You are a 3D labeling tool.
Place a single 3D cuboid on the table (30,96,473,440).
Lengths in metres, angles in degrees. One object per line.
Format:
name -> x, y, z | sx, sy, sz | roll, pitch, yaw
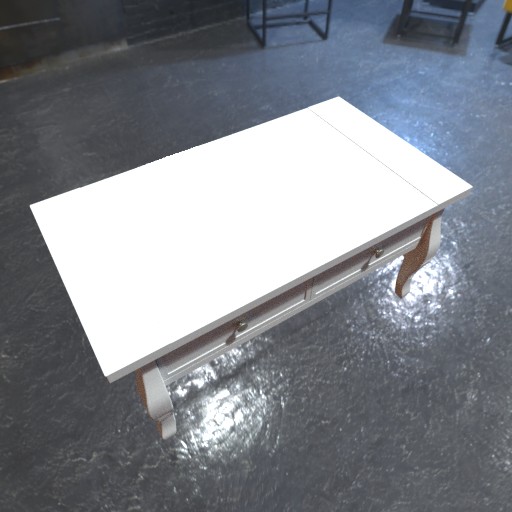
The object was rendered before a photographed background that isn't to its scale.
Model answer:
table -> 0.000, 0.000, 1.395 | 1.062, 0.495, 0.600 | -25, 53, -21
